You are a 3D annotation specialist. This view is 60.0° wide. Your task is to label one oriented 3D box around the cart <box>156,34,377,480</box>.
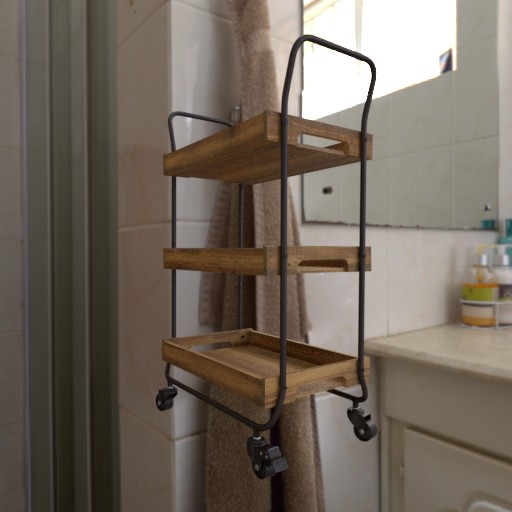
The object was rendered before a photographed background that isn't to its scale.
[{"bbox_3d":[0.000,0.000,1.132,0.339,0.857,0.583,0,1,-36],"label":"cart"}]
